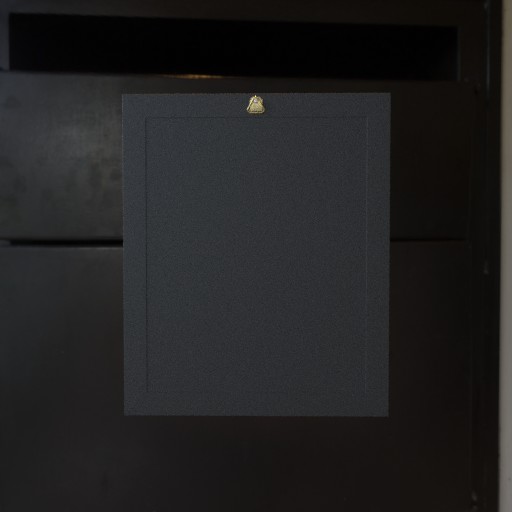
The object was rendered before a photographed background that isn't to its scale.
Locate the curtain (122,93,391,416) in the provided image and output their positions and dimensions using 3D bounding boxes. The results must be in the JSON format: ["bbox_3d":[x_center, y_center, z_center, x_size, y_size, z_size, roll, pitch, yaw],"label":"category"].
[{"bbox_3d":[0.000,0.000,0.809,0.483,0.585,0.027,0,1,1],"label":"curtain"}]
